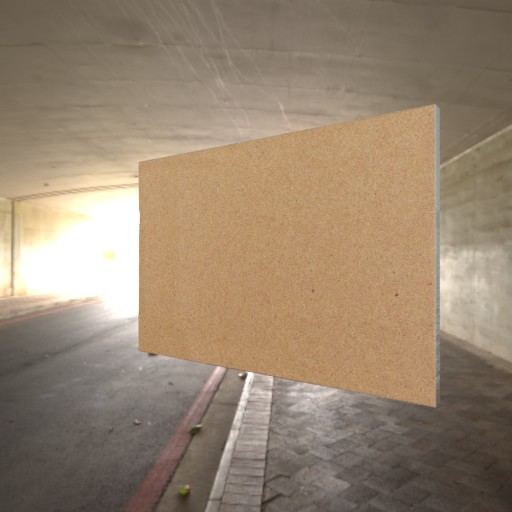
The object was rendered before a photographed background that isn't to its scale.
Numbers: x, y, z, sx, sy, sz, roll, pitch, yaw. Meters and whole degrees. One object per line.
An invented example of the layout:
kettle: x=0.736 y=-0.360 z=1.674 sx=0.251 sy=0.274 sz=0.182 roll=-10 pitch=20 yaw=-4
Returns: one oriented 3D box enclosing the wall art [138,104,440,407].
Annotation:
wall art: x=0.000 y=0.000 z=0.787 sx=0.615 sy=0.410 sz=0.021 roll=0 pitch=0 yaw=36
